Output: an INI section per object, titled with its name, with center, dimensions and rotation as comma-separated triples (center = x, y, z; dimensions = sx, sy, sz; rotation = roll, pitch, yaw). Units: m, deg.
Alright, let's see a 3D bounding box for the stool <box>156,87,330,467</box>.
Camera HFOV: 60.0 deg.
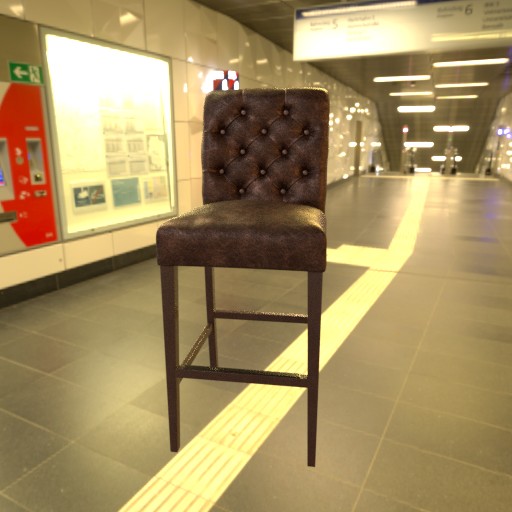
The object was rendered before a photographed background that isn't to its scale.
[stool]
center = 0.000, 0.000, 1.554
dimensions = 0.483, 1.168, 0.659
rotation = 2, 15, 8
